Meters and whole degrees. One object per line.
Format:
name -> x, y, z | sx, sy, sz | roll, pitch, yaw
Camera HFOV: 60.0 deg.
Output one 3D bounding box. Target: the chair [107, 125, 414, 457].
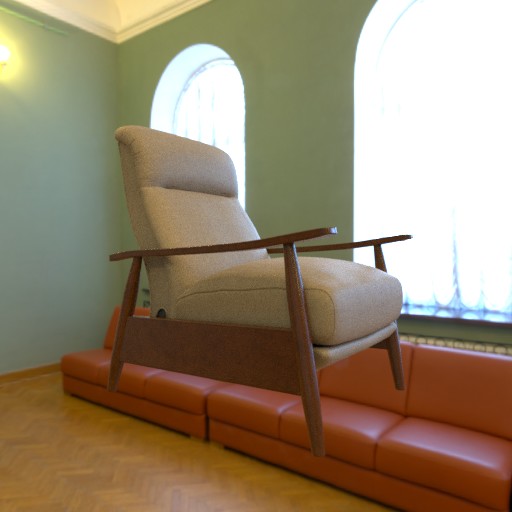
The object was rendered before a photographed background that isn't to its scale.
chair -> 0.000, 0.000, 1.784 | 1.030, 1.082, 0.762 | 1, 1, 36
